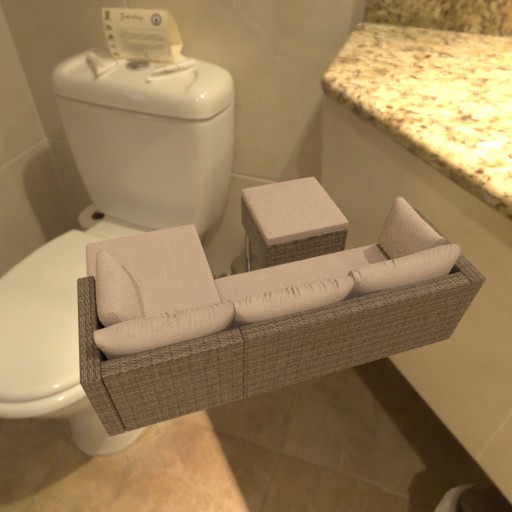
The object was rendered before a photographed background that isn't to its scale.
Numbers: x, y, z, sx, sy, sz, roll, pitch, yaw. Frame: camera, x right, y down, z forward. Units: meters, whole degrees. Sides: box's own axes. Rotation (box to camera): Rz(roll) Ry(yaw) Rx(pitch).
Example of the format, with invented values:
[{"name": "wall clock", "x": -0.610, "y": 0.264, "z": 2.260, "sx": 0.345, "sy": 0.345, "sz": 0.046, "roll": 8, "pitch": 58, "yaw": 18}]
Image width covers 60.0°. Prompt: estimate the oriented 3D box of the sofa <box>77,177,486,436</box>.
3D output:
[{"name": "sofa", "x": 0.000, "y": 0.000, "z": 2.985, "sx": 2.192, "sy": 0.766, "sz": 1.662, "roll": -12, "pitch": 44, "yaw": -13}]
